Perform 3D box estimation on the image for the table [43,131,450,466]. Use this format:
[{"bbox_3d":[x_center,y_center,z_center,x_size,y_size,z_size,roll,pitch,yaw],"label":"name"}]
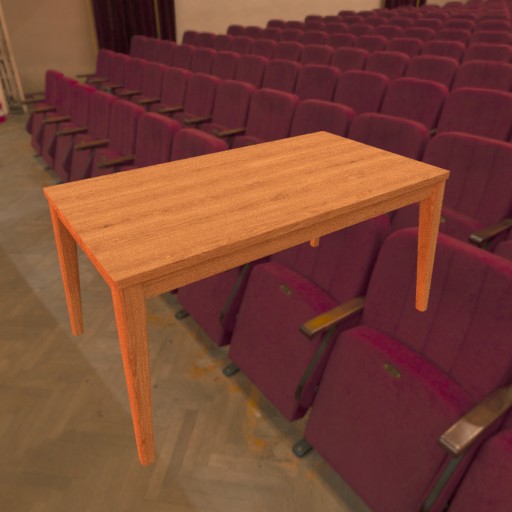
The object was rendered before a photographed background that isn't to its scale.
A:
[{"bbox_3d":[0.000,0.000,2.086,1.600,0.760,0.900,-20,36,-30],"label":"table"}]
